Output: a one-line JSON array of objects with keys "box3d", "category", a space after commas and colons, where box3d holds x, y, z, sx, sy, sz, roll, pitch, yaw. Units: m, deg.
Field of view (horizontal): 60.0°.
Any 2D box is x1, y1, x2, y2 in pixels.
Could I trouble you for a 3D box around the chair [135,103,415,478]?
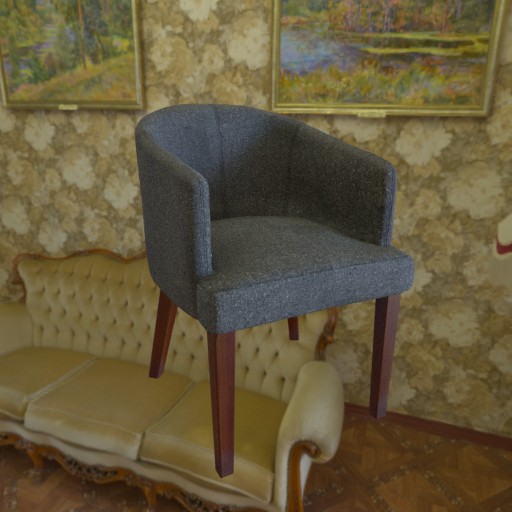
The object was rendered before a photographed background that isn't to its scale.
[{"box3d": [0.000, 0.000, 1.226, 0.583, 0.811, 0.655, -9, 19, -26], "category": "chair"}]
